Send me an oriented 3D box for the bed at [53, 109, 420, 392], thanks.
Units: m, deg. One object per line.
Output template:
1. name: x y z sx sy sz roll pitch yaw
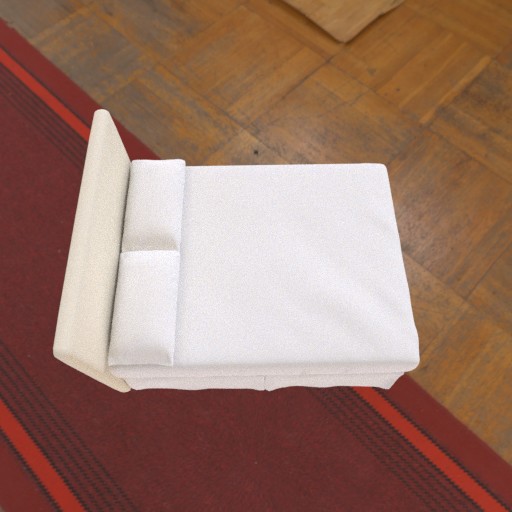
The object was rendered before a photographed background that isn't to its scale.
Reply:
1. bed: 0.000 0.000 3.195 2.147 1.330 1.714 -1 65 0
